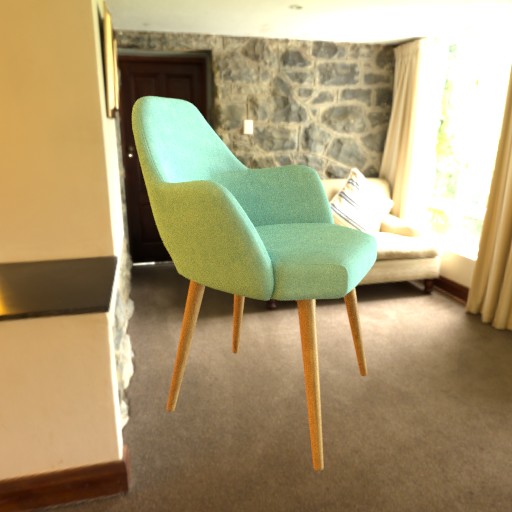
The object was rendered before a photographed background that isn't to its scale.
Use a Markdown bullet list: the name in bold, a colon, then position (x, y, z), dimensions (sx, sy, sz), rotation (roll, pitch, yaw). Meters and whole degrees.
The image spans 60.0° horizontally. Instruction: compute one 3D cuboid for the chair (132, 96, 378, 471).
- **chair**: position (0.000, 0.000, 1.219), dimensions (0.610, 0.840, 0.590), rotation (7, 17, 25)
